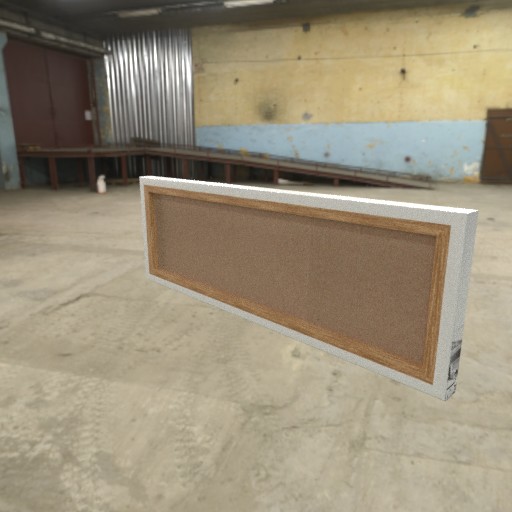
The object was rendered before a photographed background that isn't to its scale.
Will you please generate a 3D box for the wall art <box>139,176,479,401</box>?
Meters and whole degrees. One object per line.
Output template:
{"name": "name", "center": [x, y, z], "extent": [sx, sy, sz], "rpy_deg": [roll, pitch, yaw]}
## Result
{"name": "wall art", "center": [0.000, 0.000, 0.842], "extent": [0.036, 0.256, 0.766], "rpy_deg": [-14, 20, -42]}
